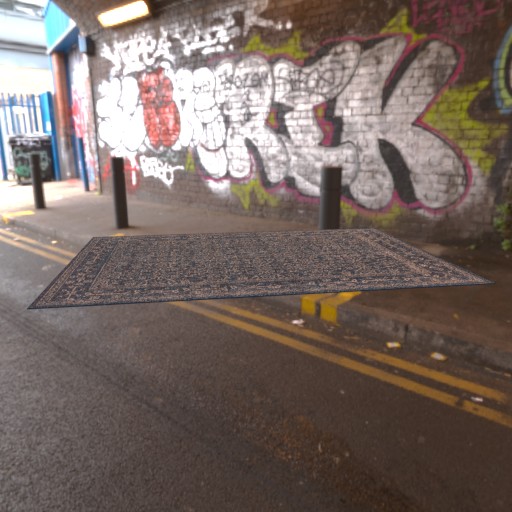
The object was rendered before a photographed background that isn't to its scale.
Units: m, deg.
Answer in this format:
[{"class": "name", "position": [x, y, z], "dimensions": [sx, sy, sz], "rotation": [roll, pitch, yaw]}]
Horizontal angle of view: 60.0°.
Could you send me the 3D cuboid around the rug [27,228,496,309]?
[{"class": "rug", "position": [0.000, 0.000, 2.265], "dimensions": [1.819, 0.005, 1.200], "rotation": [-2, 15, -9]}]
